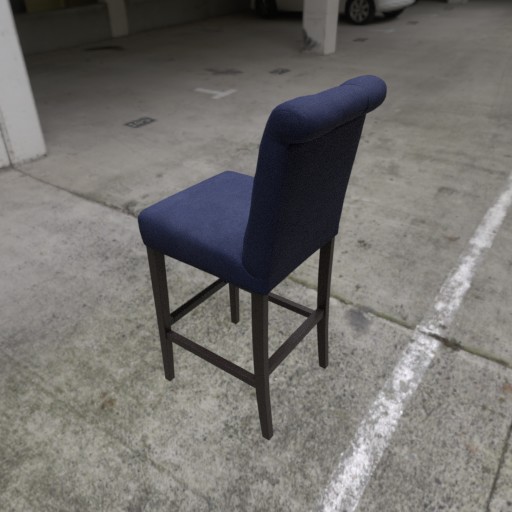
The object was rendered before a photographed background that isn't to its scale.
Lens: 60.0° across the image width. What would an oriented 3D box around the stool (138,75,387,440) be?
[{"bbox_3d":[0.000,0.000,1.497,0.601,1.140,0.493,21,37,30],"label":"stool"}]
